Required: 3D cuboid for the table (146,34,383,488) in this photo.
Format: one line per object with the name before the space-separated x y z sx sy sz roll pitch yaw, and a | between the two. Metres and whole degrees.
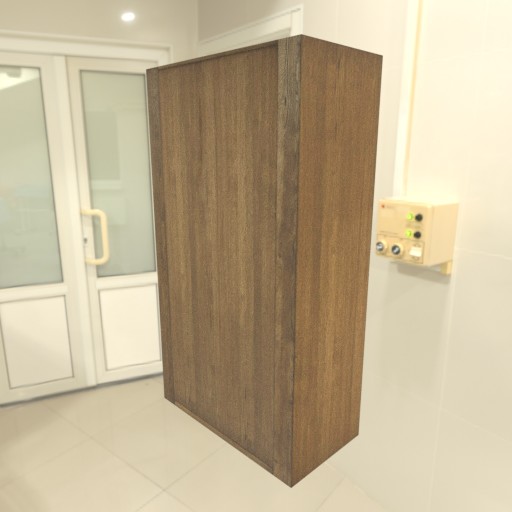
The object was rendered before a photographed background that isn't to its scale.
table | 0.000 0.000 2.472 0.600 2.000 1.100 -13 19 -43
